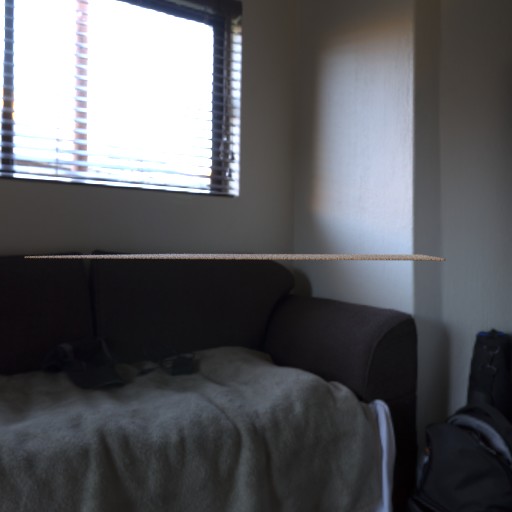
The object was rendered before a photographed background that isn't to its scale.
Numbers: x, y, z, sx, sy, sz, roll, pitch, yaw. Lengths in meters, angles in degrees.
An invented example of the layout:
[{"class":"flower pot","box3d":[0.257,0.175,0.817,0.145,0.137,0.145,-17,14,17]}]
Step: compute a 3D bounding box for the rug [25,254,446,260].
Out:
[{"class":"rug","box3d":[0.000,0.000,4.135,3.048,0.013,2.439,0,1,17]}]
